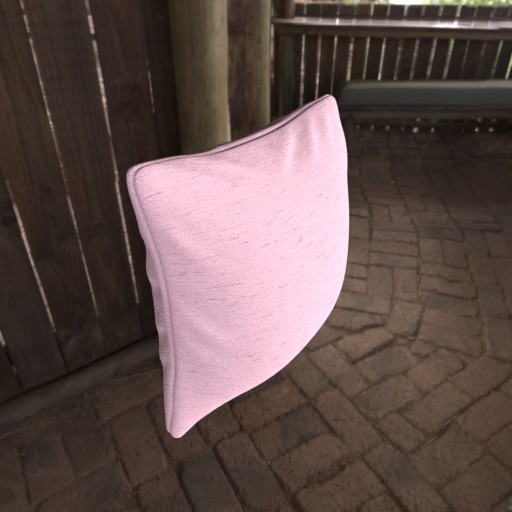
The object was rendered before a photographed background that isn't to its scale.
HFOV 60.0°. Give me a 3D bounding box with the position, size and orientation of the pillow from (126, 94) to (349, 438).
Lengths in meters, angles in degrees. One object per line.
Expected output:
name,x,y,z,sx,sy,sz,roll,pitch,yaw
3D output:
pillow,0.000,0.000,0.689,0.246,0.415,0.432,21,38,30
